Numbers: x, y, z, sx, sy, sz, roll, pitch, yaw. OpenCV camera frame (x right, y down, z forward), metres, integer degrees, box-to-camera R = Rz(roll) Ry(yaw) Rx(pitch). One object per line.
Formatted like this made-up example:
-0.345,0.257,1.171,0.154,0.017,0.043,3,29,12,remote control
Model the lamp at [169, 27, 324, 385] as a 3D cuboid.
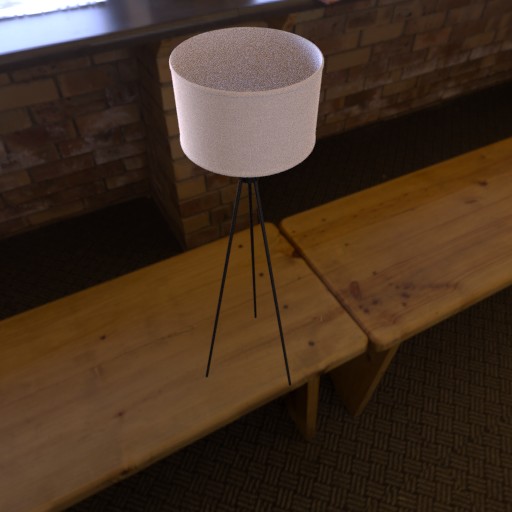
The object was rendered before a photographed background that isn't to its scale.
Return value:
0.000,0.000,1.737,0.458,1.545,0.448,23,51,20,lamp
